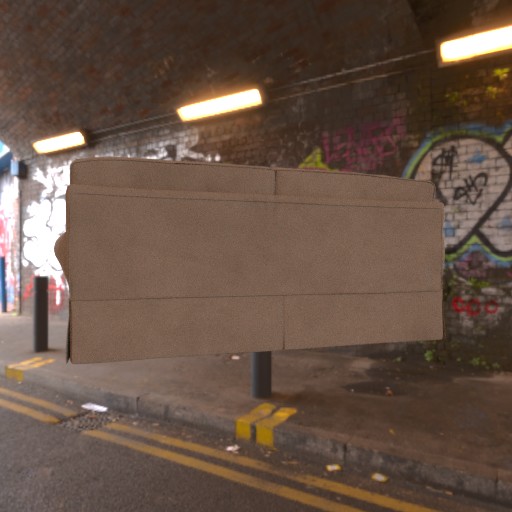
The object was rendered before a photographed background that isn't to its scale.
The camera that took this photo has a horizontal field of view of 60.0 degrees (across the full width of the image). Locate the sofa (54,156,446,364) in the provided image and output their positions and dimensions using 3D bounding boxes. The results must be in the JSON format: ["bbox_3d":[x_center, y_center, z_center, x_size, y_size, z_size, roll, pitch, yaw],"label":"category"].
[{"bbox_3d":[0.000,0.000,2.758,2.246,1.014,0.900,0,0,-18],"label":"sofa"}]
